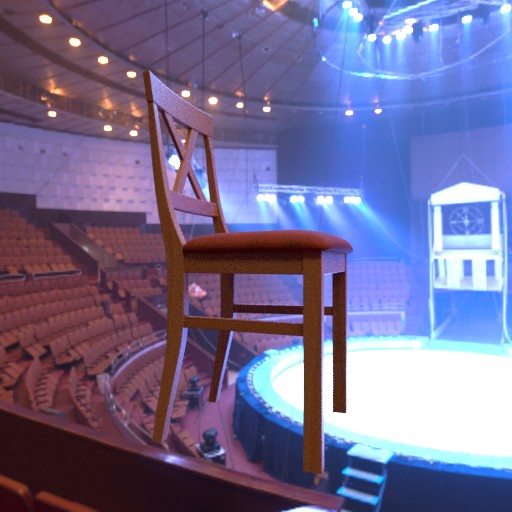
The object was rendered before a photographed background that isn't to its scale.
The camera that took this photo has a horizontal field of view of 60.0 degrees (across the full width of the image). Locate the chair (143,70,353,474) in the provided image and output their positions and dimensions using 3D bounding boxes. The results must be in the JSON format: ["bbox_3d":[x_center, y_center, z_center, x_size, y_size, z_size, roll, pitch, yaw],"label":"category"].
[{"bbox_3d":[0.000,0.000,1.191,0.492,0.912,0.439,0,-1,19],"label":"chair"}]
